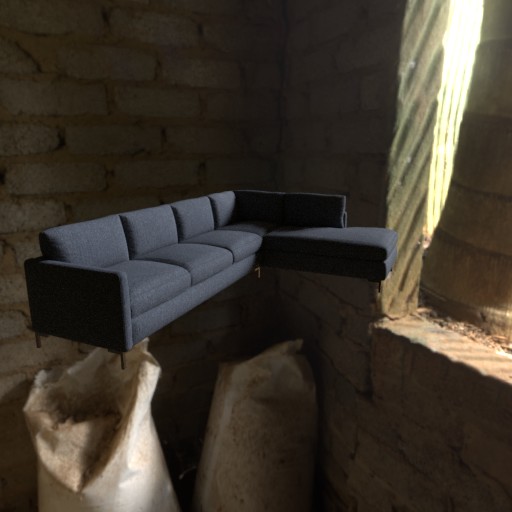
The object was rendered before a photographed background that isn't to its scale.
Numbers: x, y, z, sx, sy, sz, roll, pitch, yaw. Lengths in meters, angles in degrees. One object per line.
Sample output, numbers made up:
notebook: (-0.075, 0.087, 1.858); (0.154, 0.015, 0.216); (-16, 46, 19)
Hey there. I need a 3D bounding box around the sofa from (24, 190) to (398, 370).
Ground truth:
sofa: (0.000, 0.000, 3.779); (2.007, 0.815, 2.949); (6, 16, 23)
